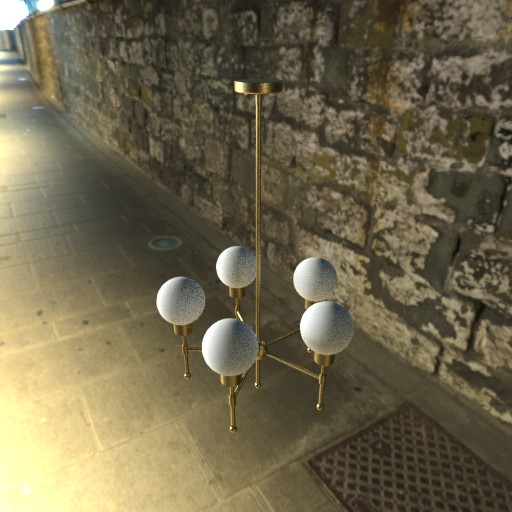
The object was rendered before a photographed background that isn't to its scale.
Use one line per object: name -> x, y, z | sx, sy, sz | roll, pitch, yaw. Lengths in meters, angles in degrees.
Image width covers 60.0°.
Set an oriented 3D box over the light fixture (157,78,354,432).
light fixture -> 0.000, 0.000, 1.798 | 0.815, 1.331, 0.785 | -8, 27, -16
